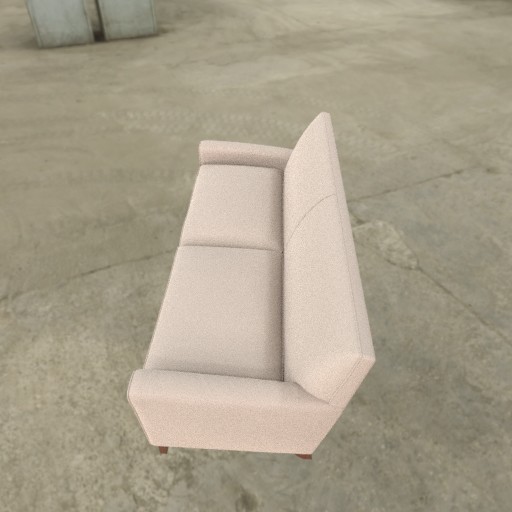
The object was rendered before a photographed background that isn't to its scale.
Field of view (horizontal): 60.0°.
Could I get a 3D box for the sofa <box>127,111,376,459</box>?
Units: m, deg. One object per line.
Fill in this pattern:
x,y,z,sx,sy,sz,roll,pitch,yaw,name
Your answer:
0.000,0.000,2.444,0.875,0.846,2.000,2,42,2,sofa
